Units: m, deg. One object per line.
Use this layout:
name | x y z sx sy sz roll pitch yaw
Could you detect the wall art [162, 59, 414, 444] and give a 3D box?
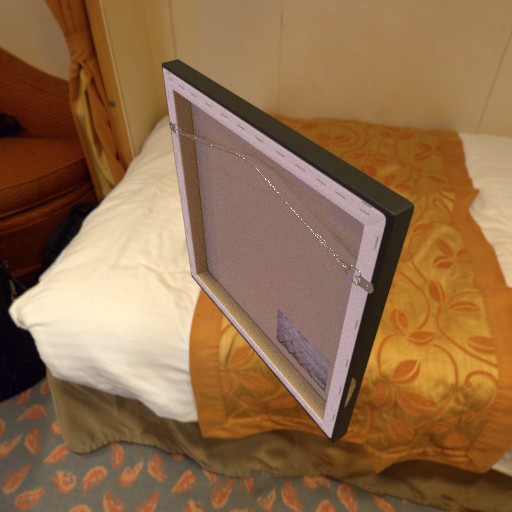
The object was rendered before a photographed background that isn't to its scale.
wall art | 0.000 0.000 0.917 0.043 0.611 0.610 -26 49 -25
